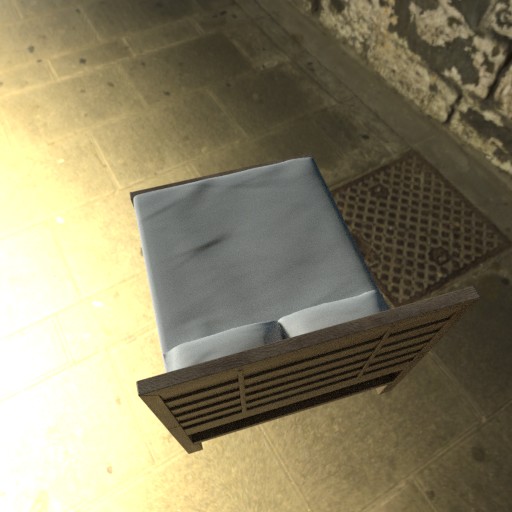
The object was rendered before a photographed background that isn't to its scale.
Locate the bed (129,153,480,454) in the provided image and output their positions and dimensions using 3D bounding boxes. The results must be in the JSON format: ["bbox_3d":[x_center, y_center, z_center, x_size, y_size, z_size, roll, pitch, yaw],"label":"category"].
[{"bbox_3d":[0.000,0.000,3.163,1.615,1.631,2.017,-14,59,-9],"label":"bed"}]
